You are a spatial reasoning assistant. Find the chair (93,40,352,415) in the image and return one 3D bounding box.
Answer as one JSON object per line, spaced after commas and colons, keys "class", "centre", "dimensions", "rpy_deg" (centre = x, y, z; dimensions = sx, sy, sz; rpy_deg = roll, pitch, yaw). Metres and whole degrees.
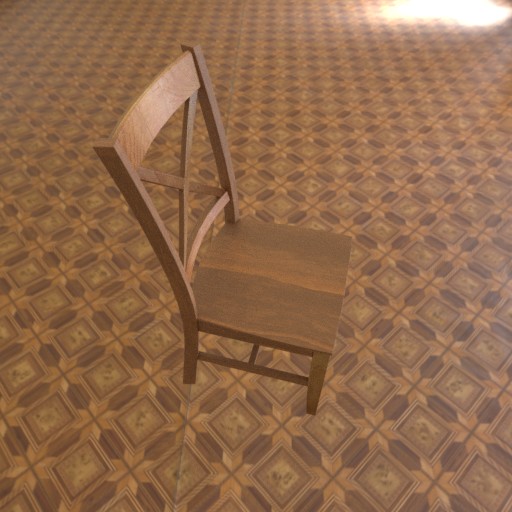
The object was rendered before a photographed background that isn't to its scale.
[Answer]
{"class": "chair", "centre": [0.000, 0.000, 1.295], "dimensions": [0.542, 0.983, 0.485], "rpy_deg": [11, 49, 10]}
